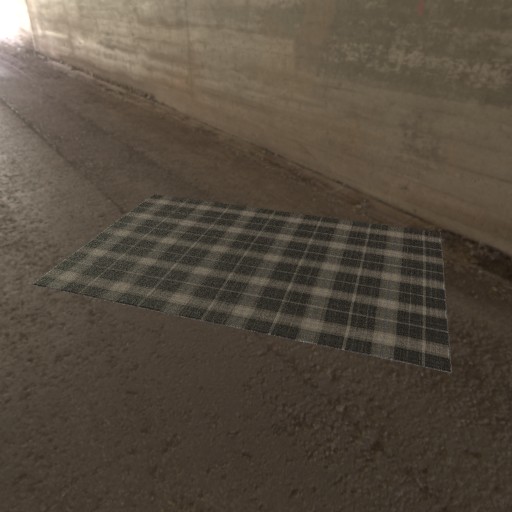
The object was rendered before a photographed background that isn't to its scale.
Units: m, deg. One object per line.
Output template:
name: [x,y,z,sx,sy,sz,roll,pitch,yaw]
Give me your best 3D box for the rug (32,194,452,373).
rug: [0.000,0.000,3.035,2.434,0.015,1.520,9,32,15]
